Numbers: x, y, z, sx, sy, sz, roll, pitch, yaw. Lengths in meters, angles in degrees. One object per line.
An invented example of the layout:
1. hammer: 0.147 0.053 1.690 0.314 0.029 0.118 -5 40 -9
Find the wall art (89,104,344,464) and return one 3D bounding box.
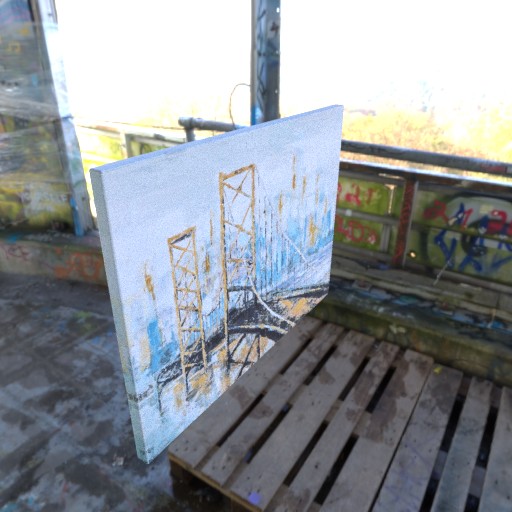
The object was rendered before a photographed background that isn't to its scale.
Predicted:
1. wall art: 0.000 0.000 1.337 0.038 0.762 1.016 17 31 31
